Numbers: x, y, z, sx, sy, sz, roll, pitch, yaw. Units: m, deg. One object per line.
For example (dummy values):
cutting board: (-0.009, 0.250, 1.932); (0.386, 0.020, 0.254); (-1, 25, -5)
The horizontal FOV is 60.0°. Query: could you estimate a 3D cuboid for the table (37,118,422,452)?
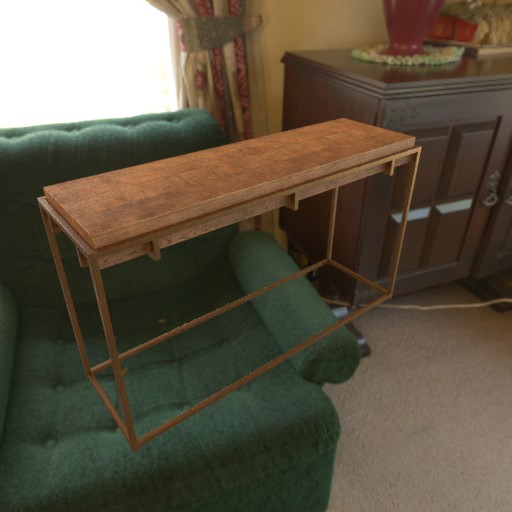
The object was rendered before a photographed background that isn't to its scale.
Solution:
table: (0.000, 0.000, 1.804); (1.400, 0.820, 0.440); (-22, 38, -32)
